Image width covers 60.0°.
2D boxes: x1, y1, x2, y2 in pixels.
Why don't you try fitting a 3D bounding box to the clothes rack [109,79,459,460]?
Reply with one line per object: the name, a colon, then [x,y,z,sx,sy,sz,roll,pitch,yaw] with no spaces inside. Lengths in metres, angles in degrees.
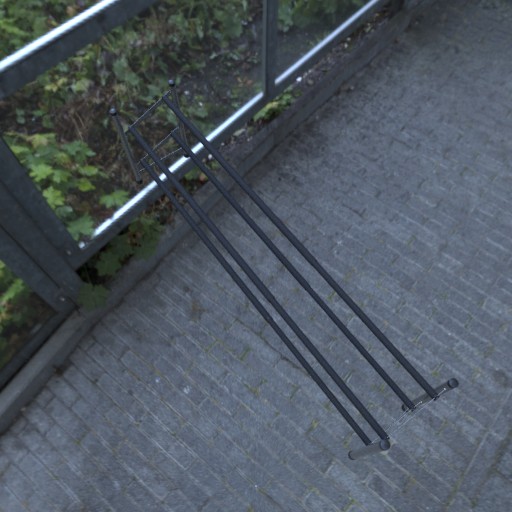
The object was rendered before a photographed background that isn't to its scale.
clothes rack: [0.000,0.000,1.288,0.229,0.349,1.168,-34,67,-16]
